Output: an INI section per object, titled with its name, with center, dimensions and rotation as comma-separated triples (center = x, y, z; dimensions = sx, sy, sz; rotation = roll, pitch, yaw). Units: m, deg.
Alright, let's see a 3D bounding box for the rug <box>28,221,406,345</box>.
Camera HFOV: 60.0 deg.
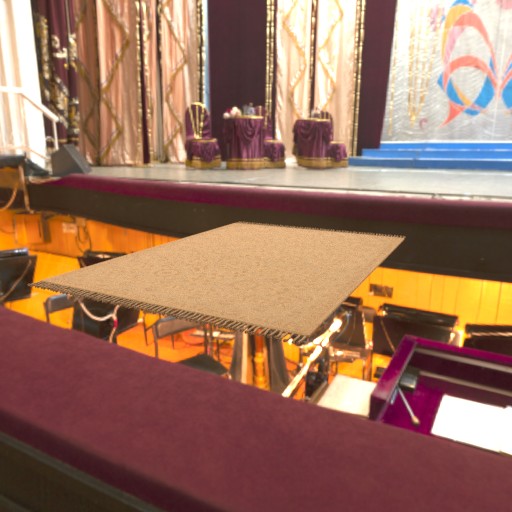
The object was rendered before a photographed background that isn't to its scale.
[rug]
center = 0.000, 0.000, 2.328
dimensions = 1.223, 0.015, 1.771
rotation = 7, 16, 27
